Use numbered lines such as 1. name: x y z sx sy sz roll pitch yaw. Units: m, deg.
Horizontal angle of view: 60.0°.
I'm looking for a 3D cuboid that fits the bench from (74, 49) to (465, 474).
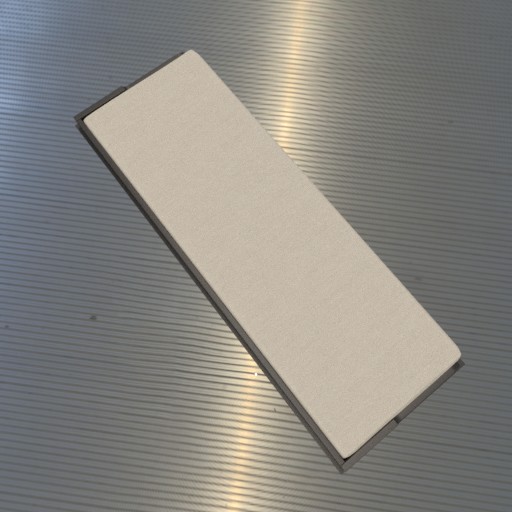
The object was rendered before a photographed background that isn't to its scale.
1. bench: 0.000 0.000 1.356 0.398 0.501 1.140 -37 78 -9
